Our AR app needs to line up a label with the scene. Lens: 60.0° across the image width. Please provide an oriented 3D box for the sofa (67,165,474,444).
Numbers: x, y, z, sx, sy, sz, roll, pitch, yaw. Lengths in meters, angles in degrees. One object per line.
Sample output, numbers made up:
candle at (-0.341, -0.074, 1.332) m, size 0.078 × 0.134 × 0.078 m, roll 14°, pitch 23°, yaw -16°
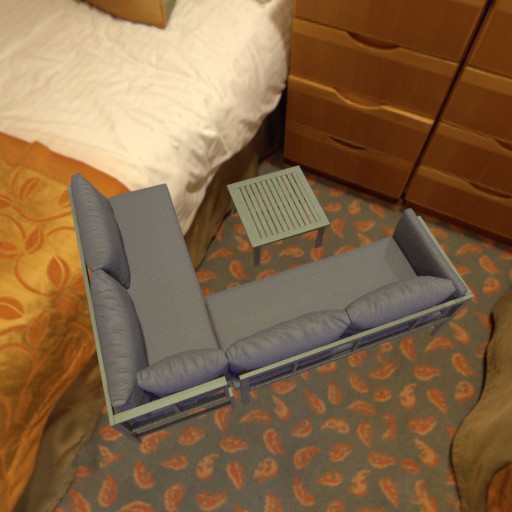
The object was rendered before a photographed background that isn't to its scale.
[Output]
sofa at (0.000, 0.000, 3.024) m, size 2.149 × 0.762 × 1.658 m, roll -17°, pitch 61°, yaw -10°
